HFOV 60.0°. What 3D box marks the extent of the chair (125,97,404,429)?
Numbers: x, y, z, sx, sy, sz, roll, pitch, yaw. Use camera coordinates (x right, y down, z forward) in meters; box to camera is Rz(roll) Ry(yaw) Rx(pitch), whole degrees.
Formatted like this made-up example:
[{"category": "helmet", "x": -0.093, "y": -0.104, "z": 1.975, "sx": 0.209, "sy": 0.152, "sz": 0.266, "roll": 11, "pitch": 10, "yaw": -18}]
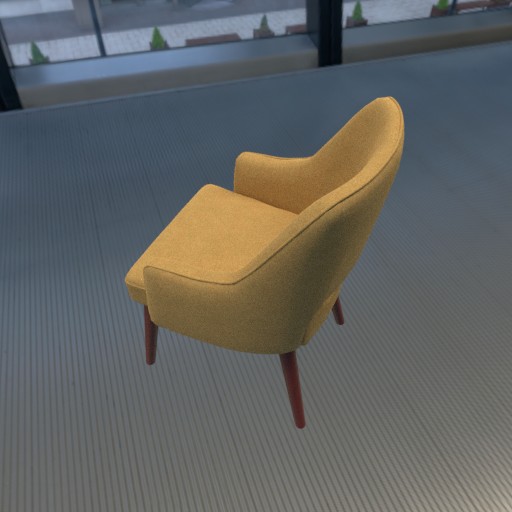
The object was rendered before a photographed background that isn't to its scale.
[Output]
[{"category": "chair", "x": 0.000, "y": 0.000, "z": 1.209, "sx": 0.605, "sy": 0.849, "sz": 0.548, "roll": 18, "pitch": 48, "yaw": 17}]
